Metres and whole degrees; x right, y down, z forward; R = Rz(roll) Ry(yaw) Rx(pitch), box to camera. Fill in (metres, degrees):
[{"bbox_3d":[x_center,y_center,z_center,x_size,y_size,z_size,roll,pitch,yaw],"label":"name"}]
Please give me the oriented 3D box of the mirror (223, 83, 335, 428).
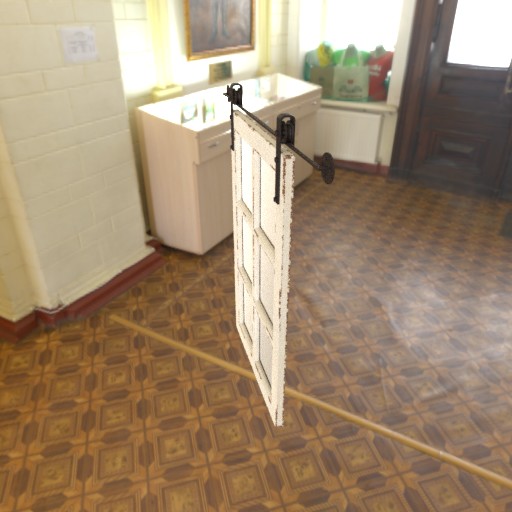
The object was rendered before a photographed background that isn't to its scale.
[{"bbox_3d":[0.000,0.000,1.227,0.037,0.844,0.808,-8,30,-14],"label":"mirror"}]
